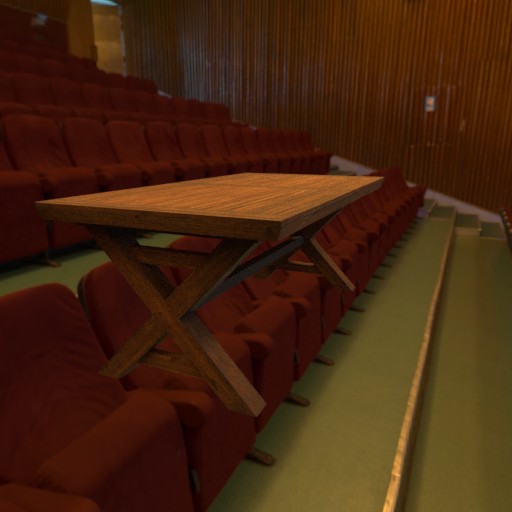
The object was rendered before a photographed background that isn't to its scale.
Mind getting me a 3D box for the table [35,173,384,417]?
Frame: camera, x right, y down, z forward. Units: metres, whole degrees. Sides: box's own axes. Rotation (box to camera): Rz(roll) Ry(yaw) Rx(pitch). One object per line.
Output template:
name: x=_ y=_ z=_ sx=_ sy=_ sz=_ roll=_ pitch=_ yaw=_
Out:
table: x=0.000 y=0.000 z=2.540 sx=1.071 sy=0.793 sz=1.966 roll=6 pitch=16 yaw=24
